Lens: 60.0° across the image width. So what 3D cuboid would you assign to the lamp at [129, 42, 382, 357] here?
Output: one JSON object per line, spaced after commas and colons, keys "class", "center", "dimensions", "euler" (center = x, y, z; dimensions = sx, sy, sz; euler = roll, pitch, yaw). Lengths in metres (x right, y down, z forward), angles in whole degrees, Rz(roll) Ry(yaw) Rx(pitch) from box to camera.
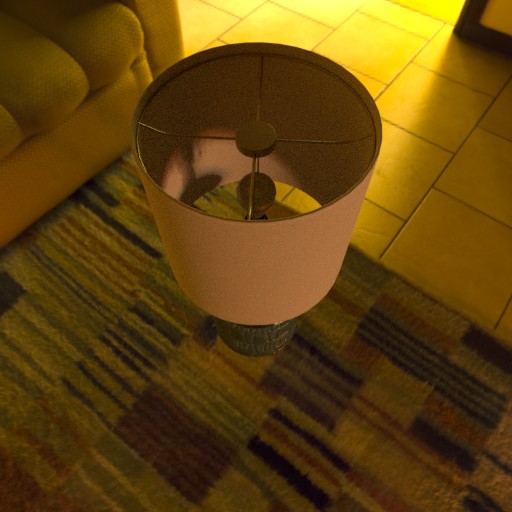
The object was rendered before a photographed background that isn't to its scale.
{"class": "lamp", "center": [0.000, 0.000, 0.569], "dimensions": [0.211, 0.455, 0.211], "euler": [15, 61, 9]}
